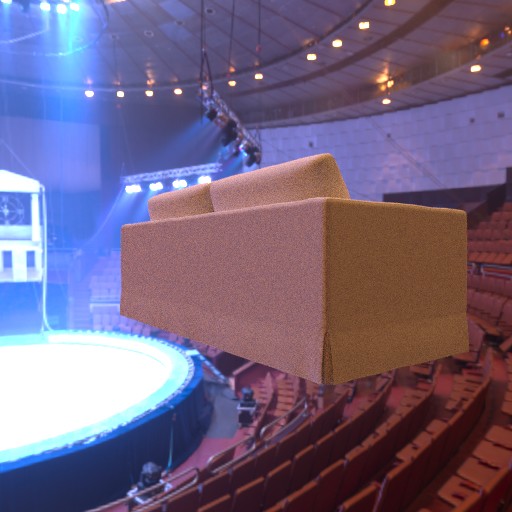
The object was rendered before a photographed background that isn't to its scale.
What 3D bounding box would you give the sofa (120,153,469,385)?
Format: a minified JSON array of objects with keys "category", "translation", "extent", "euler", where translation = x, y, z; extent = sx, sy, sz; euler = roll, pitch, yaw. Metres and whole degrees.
[{"category":"sofa","translation":[0.000,0.000,2.680],"extent":[0.954,0.881,2.163],"euler":[0,1,-36]}]
